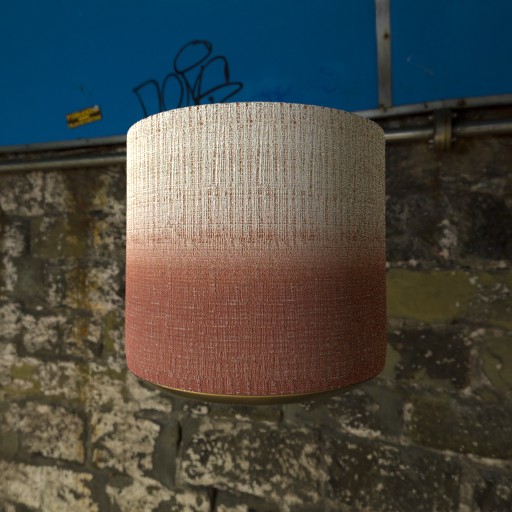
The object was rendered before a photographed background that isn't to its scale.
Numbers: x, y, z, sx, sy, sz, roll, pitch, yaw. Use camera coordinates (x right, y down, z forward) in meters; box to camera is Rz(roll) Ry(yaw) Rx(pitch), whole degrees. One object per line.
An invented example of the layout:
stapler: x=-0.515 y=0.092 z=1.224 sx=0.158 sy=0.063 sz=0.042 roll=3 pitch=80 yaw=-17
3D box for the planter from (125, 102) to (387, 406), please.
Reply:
planter: x=0.000 y=0.000 z=0.389 sx=0.221 sy=0.201 sz=0.221 roll=0 pitch=1 yaw=0
